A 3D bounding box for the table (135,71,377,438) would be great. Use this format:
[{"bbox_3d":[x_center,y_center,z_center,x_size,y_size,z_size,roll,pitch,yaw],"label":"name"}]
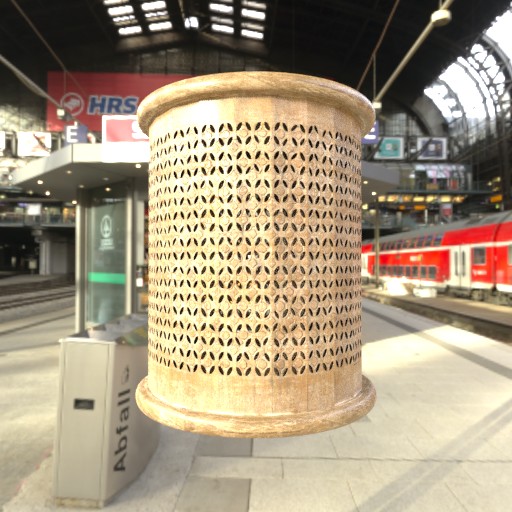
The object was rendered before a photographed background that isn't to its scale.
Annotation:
[{"bbox_3d":[0.000,0.000,0.778,0.407,0.482,0.407,0,-1,0],"label":"table"}]
